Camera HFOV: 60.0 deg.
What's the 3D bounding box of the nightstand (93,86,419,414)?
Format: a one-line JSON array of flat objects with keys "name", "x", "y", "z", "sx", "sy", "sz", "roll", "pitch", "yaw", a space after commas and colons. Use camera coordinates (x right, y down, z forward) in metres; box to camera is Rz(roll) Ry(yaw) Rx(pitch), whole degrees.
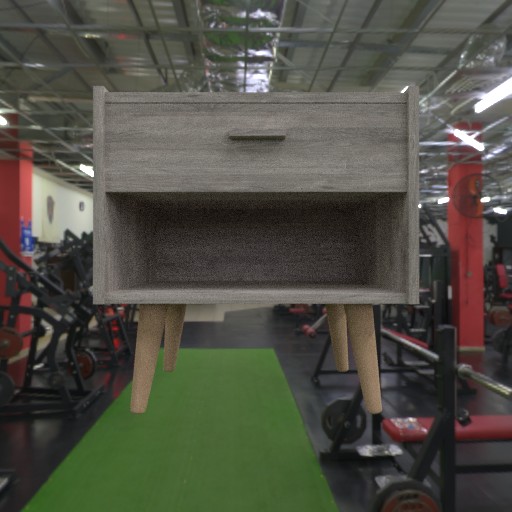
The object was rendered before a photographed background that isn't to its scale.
[{"name": "nightstand", "x": 0.000, "y": 0.000, "z": 0.834, "sx": 0.480, "sy": 0.500, "sz": 0.380, "roll": 0, "pitch": 0, "yaw": 0}]
